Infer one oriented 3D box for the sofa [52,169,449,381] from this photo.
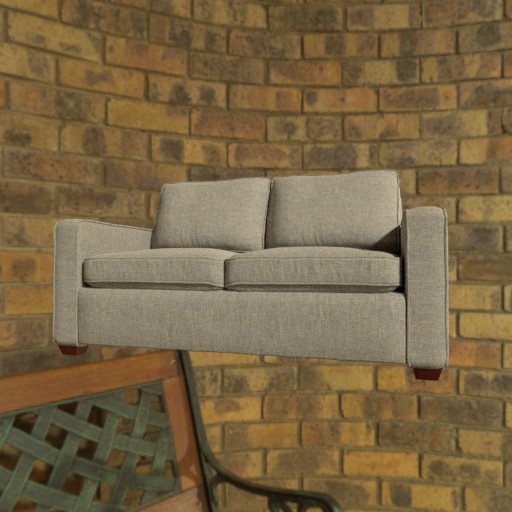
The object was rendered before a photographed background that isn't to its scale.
[{"bbox_3d":[0.000,0.000,2.222,1.706,0.915,0.945,0,-1,17],"label":"sofa"}]
